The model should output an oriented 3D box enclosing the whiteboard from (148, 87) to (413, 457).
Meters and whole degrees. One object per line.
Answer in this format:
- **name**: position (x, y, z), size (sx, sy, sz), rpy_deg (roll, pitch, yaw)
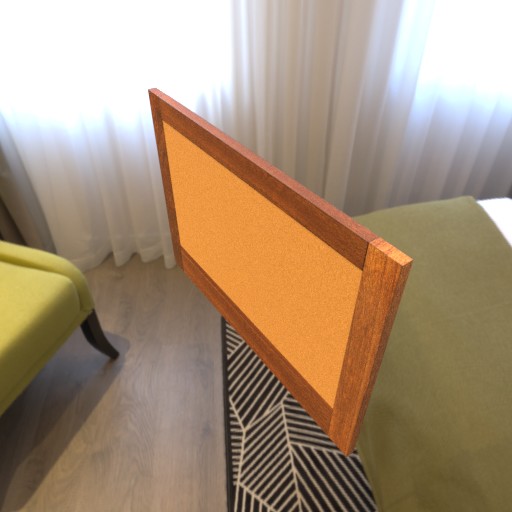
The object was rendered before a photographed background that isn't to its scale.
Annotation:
- **whiteboard**: position (0.000, 0.000, 1.032), size (0.083, 0.559, 0.783), rpy_deg (-25, 47, -26)
